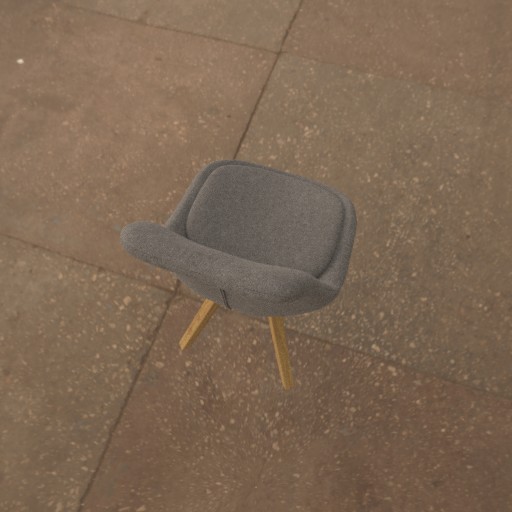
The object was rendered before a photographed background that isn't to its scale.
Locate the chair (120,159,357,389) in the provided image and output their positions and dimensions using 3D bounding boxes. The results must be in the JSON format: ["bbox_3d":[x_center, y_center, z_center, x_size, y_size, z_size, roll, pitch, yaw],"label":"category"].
[{"bbox_3d":[0.000,0.000,1.205,0.483,0.865,0.550,18,64,9],"label":"chair"}]
